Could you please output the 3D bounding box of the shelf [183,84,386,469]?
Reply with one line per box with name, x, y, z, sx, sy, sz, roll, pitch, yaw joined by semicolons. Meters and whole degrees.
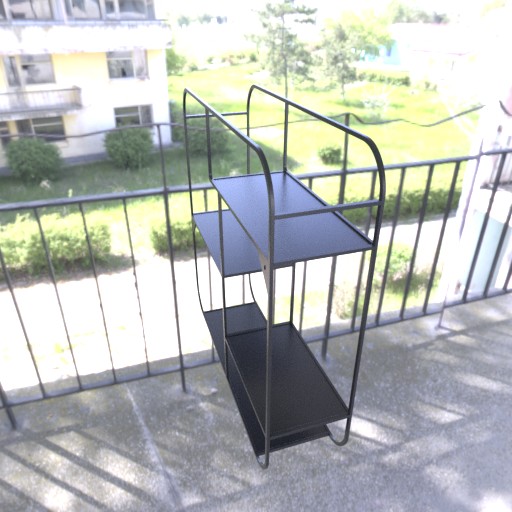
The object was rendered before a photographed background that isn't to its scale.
shelf;0.000;0.000;0.922;0.160;0.600;0.600;-9;31;-16
